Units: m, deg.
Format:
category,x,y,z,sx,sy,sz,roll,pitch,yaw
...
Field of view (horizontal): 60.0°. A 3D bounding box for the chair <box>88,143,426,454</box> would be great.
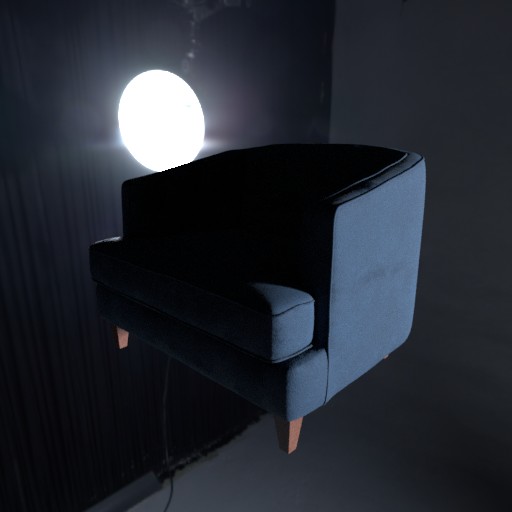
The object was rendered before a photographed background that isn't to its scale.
category,x,y,z,sx,sy,sz,roll,pitch,yaw
chair,0.000,0.000,1.744,1.094,0.852,0.940,14,20,42
